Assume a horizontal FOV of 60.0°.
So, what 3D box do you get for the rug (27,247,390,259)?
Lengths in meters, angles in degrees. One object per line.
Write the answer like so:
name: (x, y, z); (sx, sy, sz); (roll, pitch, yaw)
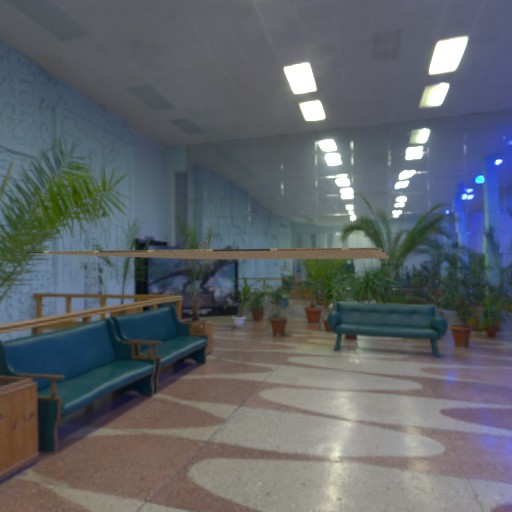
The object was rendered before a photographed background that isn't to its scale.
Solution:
rug: (0.000, 0.000, 4.305); (2.439, 0.013, 3.200); (0, -1, 18)
